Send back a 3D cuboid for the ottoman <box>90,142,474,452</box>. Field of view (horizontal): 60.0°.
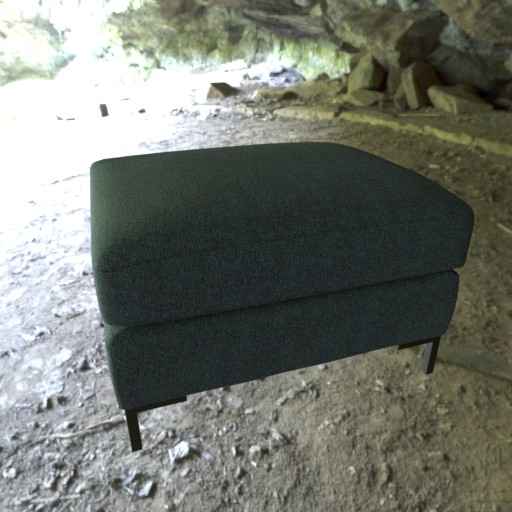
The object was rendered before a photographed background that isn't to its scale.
[{"bbox_3d":[0.000,0.000,1.242,0.831,0.533,0.695,-9,28,-17],"label":"ottoman"}]
